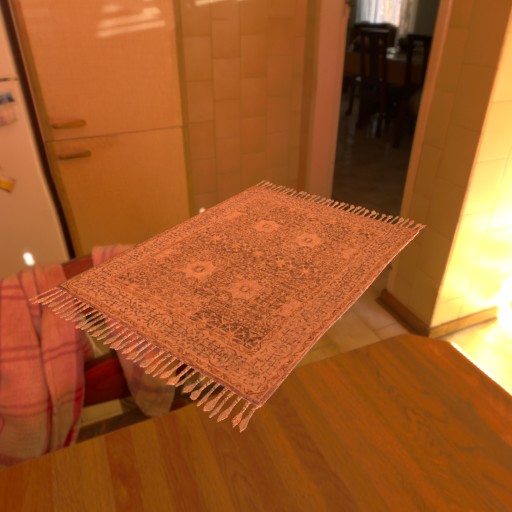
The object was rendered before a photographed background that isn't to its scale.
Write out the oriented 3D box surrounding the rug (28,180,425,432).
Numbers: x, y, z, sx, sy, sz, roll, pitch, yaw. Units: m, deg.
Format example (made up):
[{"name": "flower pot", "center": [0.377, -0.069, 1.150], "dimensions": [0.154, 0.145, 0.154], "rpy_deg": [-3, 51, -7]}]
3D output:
[{"name": "rug", "center": [0.000, 0.000, 3.111], "dimensions": [1.619, 0.023, 2.465], "rpy_deg": [21, 37, 31]}]
